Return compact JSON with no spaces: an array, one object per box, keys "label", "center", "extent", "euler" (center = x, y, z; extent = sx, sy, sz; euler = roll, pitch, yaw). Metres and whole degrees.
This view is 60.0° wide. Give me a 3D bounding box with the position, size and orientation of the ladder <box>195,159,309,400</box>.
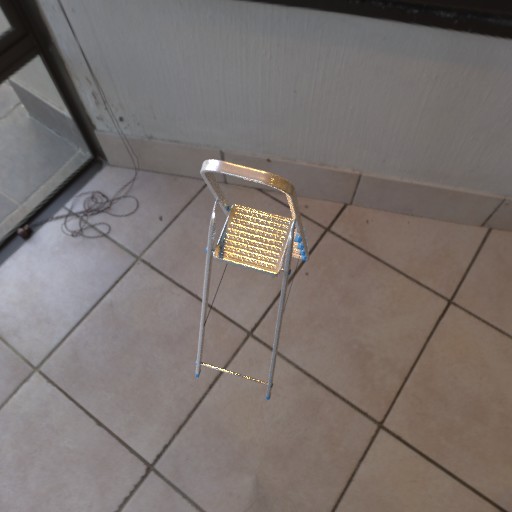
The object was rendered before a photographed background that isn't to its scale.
[{"label":"ladder","center":[0.000,0.000,2.113],"extent":[0.468,1.648,0.990],"euler":[15,65,7]}]
